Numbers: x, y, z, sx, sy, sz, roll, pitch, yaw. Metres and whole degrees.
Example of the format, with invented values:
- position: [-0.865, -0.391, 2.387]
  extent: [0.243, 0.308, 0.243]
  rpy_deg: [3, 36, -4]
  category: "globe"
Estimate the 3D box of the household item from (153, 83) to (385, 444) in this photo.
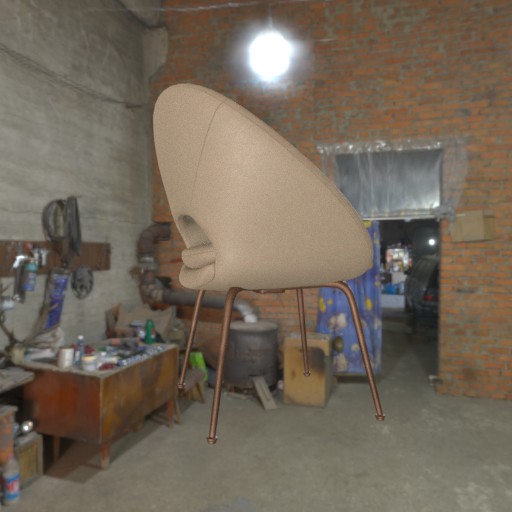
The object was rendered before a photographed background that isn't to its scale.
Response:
- position: [0.000, 0.000, 1.272]
  extent: [0.573, 0.852, 0.623]
  rpy_deg: [0, 0, -18]
  category: "household item"
